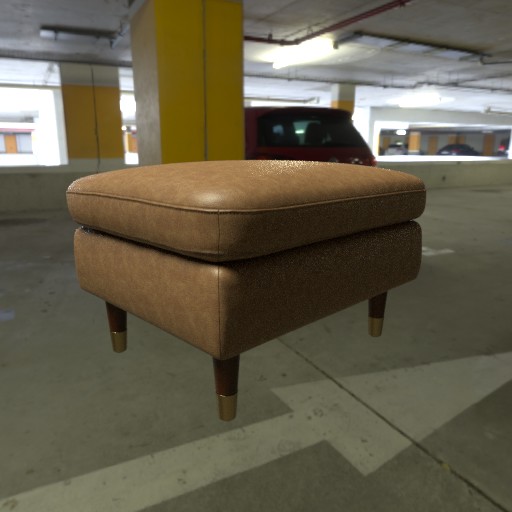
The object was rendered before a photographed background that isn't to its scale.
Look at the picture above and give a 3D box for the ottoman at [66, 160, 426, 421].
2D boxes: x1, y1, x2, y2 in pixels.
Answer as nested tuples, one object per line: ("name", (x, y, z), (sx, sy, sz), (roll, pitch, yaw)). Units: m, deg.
("ottoman", (0.000, 0.000, 1.135), (0.593, 0.478, 0.747), (13, 19, 43))
